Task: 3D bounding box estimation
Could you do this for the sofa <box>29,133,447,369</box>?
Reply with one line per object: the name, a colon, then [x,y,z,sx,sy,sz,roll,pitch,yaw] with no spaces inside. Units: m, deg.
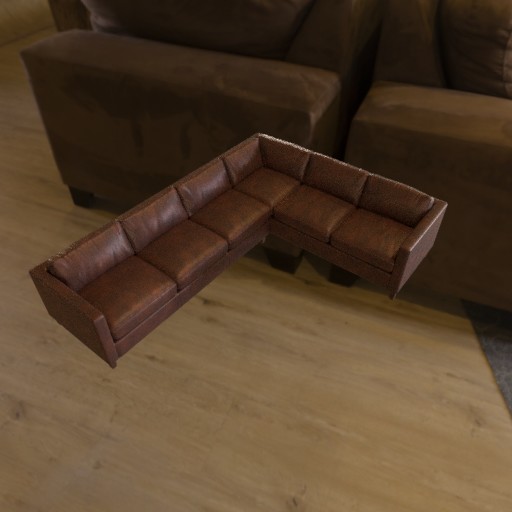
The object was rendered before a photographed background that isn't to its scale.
sofa: [0.000,0.000,4.273,2.438,0.836,3.152,28,49,27]
